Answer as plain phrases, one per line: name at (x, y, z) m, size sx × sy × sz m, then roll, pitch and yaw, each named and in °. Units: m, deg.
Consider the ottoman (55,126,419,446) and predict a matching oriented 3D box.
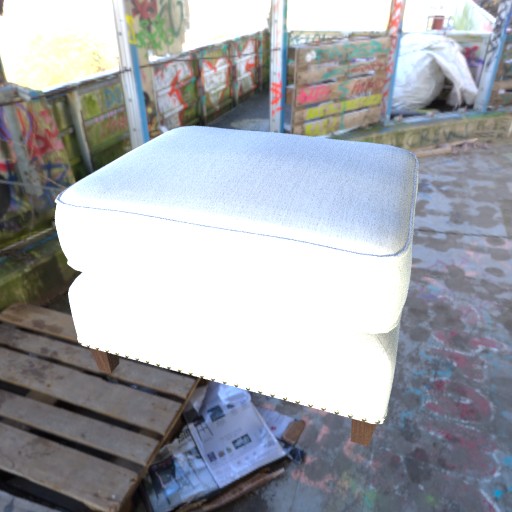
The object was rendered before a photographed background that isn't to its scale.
ottoman at (0.000, 0.000, 1.121) m, size 0.738 × 0.537 × 0.589 m, roll 10°, pitch 33°, yaw 16°
